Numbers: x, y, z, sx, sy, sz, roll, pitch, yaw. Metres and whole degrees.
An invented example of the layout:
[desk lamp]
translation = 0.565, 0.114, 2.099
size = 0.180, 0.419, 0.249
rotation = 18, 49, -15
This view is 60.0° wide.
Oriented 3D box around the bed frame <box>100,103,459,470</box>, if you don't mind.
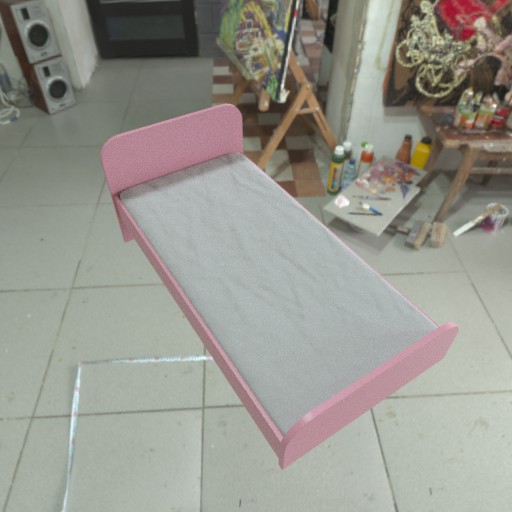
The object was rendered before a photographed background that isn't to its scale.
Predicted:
[bed frame]
translation = 0.000, 0.000, 2.512
size = 0.998, 0.805, 1.963
rotation = -25, 50, -22
